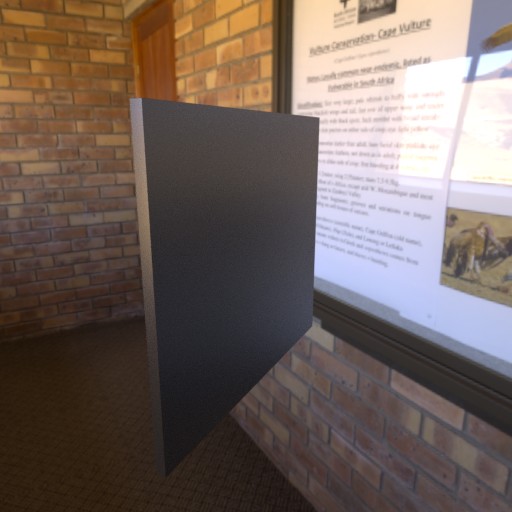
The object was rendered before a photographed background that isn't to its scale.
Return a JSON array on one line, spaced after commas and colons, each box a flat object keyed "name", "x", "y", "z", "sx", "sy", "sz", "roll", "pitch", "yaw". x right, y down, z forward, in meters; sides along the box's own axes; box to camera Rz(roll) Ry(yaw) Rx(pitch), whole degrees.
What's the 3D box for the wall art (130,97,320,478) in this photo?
[{"name": "wall art", "x": 0.000, "y": 0.000, "z": 0.532, "sx": 0.012, "sy": 0.332, "sz": 0.383, "roll": 8, "pitch": 17, "yaw": 26}]
